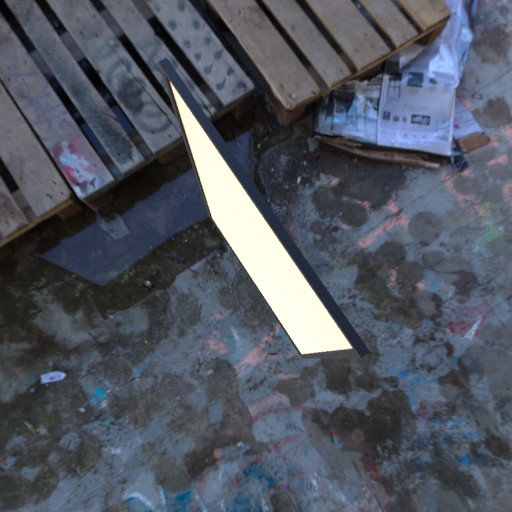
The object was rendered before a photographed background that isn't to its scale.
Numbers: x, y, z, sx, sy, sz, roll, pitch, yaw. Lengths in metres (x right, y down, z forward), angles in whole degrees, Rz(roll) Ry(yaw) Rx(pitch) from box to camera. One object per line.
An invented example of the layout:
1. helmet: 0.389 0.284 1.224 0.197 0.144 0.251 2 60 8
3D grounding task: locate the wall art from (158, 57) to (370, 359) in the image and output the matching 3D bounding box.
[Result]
1. wall art: 0.000 0.000 0.870 0.013 0.660 0.460 -32 79 -7
